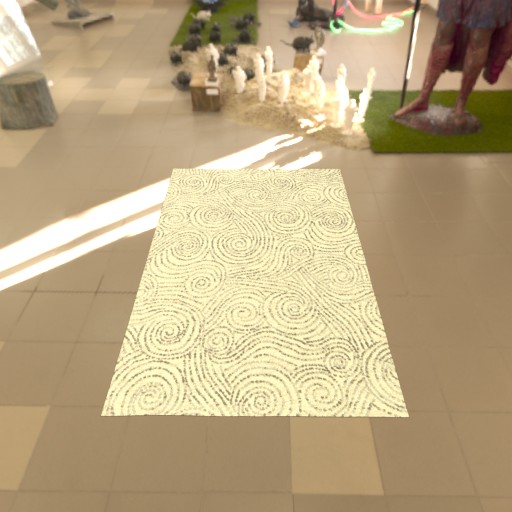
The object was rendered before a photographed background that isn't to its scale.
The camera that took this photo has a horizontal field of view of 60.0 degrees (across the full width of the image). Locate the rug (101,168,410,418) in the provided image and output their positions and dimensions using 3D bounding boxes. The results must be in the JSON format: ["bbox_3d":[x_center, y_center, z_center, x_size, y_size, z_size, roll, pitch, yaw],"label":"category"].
[{"bbox_3d":[0.000,0.000,3.109,1.524,0.005,2.439,0,41,0],"label":"rug"}]
